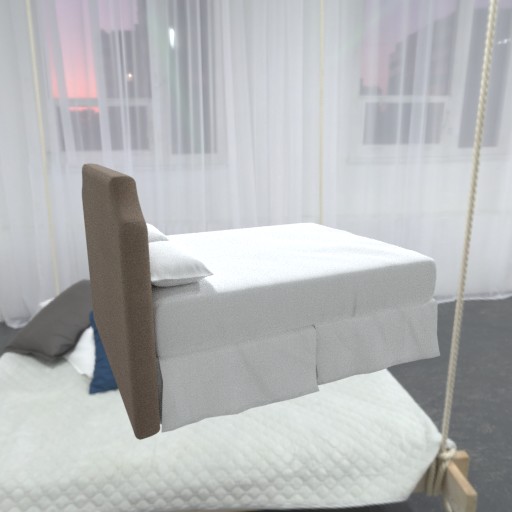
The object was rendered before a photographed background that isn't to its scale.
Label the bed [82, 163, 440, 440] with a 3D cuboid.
[{"bbox_3d":[0.000,0.000,3.172,2.116,1.290,1.693,-7,16,-25],"label":"bed"}]
